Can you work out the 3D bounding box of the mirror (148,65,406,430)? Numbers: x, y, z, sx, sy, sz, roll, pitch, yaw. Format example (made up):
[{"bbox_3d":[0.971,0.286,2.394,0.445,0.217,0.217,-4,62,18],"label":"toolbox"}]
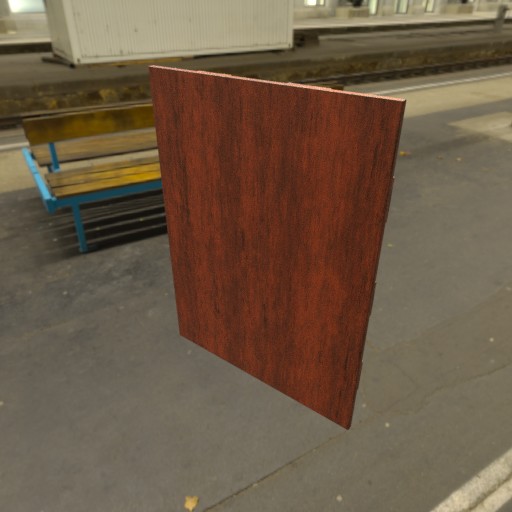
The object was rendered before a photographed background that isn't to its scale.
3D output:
[{"bbox_3d":[0.000,0.000,1.073,0.600,0.805,0.021,21,37,31],"label":"mirror"}]
